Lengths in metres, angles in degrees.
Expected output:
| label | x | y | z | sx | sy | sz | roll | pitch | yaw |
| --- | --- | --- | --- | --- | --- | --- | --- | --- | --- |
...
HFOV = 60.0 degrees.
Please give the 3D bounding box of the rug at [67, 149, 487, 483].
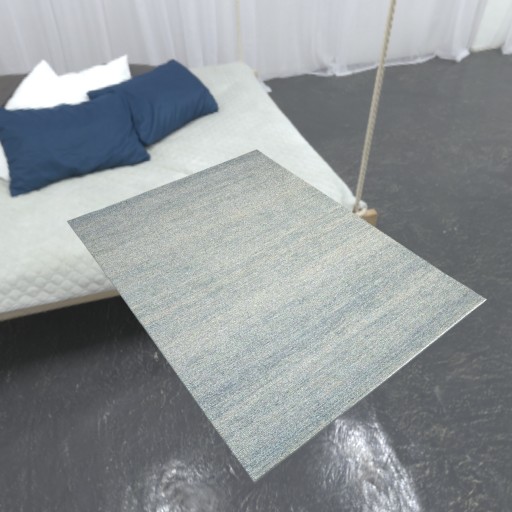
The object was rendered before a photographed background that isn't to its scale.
| label | x | y | z | sx | sy | sz | roll | pitch | yaw |
| --- | --- | --- | --- | --- | --- | --- | --- | --- | --- |
| rug | 0.000 | 0.000 | 4.150 | 2.461 | 0.046 | 3.237 | -27 | 49 | -26 |
